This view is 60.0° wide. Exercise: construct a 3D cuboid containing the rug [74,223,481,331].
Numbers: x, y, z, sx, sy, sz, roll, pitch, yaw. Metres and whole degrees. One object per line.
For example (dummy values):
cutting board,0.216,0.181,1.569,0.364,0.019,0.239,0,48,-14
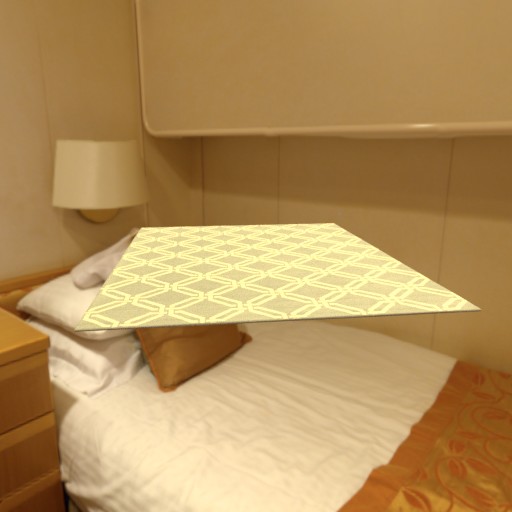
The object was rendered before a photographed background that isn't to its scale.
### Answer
rug,0.000,0.000,3.834,2.288,0.018,2.895,-2,14,-7
